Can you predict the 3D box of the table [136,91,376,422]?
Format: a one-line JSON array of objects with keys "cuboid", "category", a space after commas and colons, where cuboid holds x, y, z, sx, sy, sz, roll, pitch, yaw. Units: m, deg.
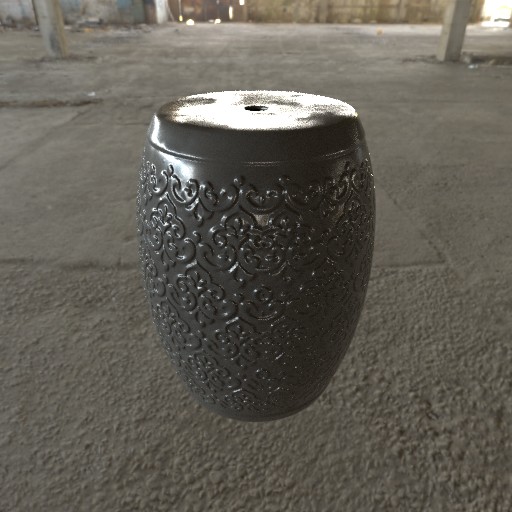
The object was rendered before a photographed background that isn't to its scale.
[{"cuboid": [0.000, 0.000, 0.610, 0.309, 0.397, 0.309, 0, 30, 0], "category": "table"}]
